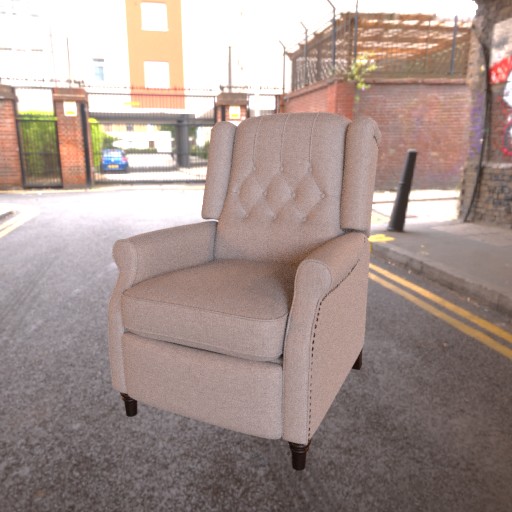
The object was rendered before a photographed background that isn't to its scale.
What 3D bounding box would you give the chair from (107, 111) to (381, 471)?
[{"bbox_3d":[0.000,0.000,1.587,0.742,1.035,0.902,6,15,25],"label":"chair"}]
